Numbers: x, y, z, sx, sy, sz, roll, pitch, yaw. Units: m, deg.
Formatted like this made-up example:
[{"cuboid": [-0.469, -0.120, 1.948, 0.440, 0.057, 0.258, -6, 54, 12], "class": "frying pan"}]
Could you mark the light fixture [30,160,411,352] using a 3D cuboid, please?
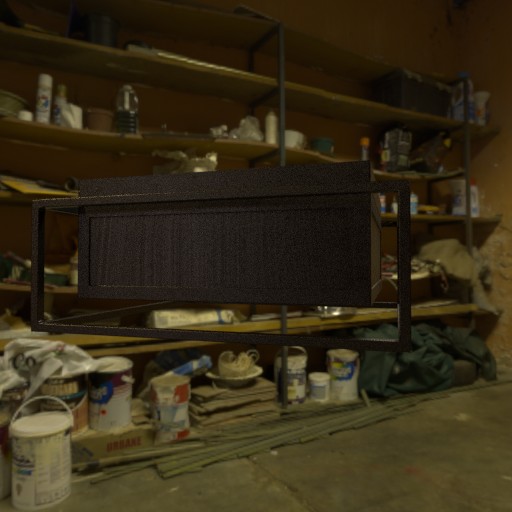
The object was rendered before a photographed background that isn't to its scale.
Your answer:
[{"cuboid": [0.000, 0.000, 0.689, 0.441, 0.191, 0.441, 0, -1, 17], "class": "light fixture"}]
